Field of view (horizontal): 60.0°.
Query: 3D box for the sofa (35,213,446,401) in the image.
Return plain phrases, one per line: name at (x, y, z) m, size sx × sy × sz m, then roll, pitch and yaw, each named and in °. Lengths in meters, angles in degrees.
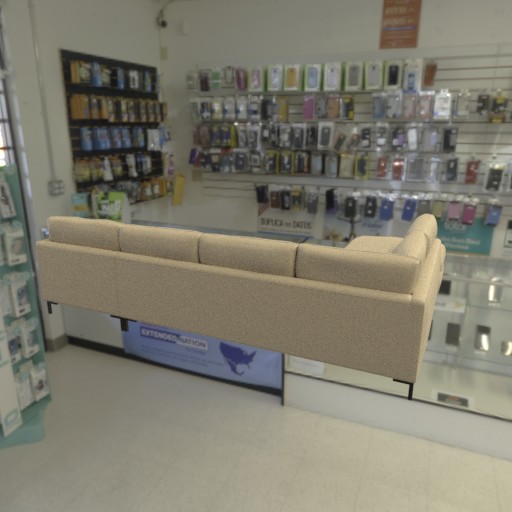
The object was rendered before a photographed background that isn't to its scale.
sofa at (0.000, 0.000, 3.538) m, size 2.737 × 0.756 × 1.879 m, roll 8°, pitch 18°, yaw 24°
